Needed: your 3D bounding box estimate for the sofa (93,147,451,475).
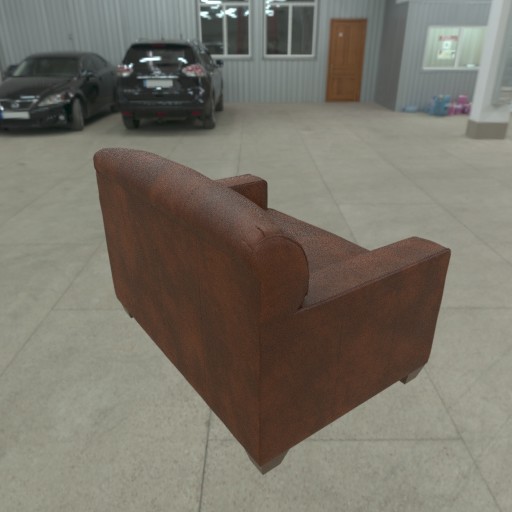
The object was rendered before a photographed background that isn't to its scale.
[{"bbox_3d":[0.000,0.000,2.068,1.000,0.956,1.413,-17,30,-32],"label":"sofa"}]
